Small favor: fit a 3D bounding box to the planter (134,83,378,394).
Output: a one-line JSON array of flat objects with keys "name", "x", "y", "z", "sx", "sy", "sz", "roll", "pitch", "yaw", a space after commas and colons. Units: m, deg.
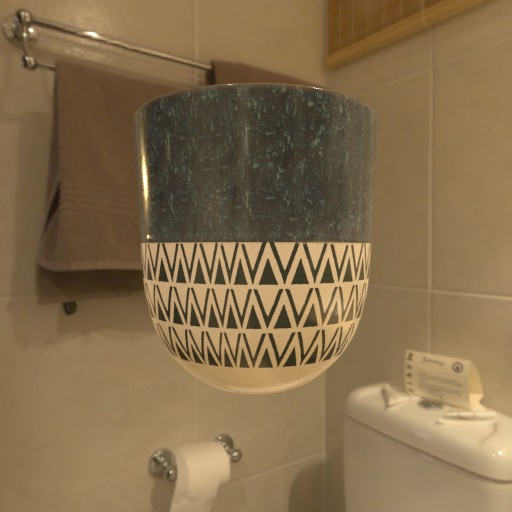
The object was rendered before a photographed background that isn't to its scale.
[{"name": "planter", "x": 0.000, "y": 0.000, "z": 0.367, "sx": 0.195, "sy": 0.214, "sz": 0.195, "roll": 0, "pitch": 1, "yaw": 0}]
